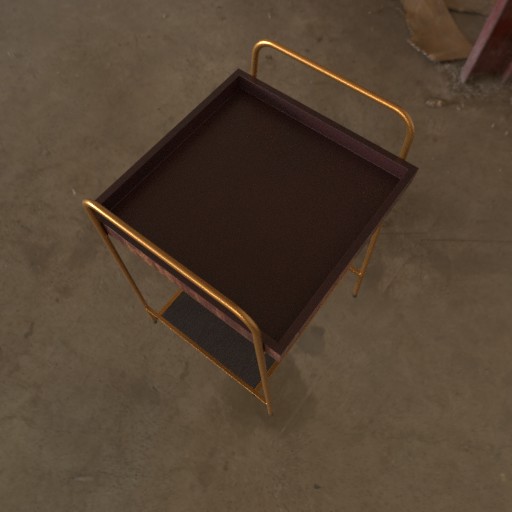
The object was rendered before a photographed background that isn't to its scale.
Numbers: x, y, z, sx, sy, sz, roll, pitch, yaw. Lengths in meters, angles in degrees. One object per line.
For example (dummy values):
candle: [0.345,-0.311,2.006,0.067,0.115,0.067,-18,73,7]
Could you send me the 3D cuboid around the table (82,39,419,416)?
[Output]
table: [0.000,0.000,0.977,0.430,0.710,0.430,34,69,15]
